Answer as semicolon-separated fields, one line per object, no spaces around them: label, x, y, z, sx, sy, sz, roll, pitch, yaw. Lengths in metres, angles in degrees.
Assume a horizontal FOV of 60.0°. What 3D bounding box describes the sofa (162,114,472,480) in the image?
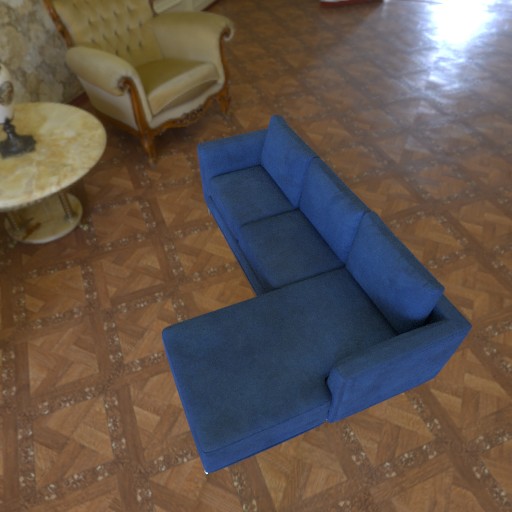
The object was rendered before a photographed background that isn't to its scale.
sofa;0.000;0.000;3.221;1.622;0.987;2.438;-17;48;-16
